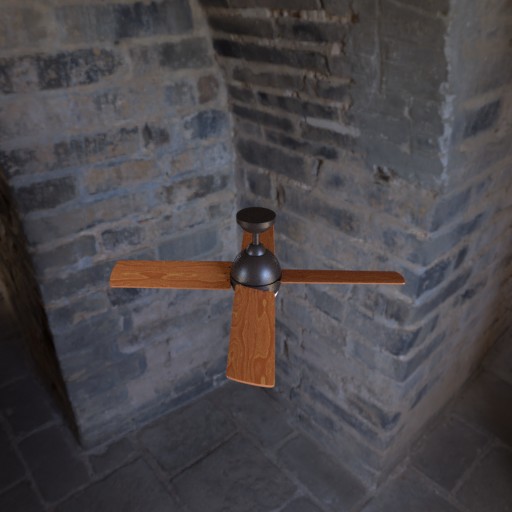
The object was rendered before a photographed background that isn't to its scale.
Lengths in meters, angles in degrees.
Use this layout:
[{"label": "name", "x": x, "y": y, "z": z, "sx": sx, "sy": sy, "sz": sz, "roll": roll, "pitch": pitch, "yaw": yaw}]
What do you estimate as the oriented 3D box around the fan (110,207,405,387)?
[{"label": "fan", "x": 0.000, "y": 0.000, "z": 1.982, "sx": 1.332, "sy": 0.403, "sz": 1.332, "roll": 1, "pitch": 30, "yaw": 1}]
